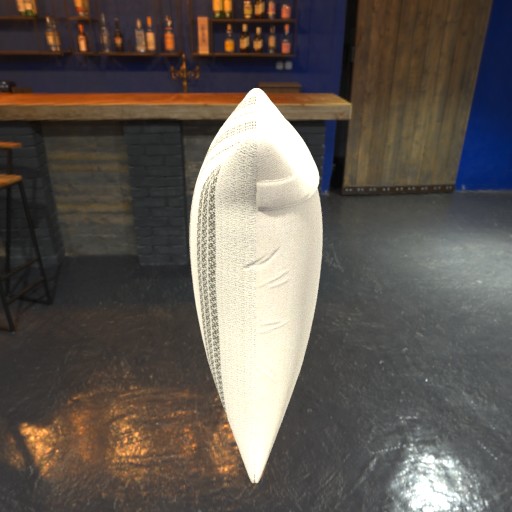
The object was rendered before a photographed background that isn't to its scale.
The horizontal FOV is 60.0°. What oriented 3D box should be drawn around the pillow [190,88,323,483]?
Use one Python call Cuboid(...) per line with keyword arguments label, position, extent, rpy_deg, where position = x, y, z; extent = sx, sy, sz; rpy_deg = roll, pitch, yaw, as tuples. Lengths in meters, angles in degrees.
Cuboid(label="pillow", position=(0.000, 0.000, 0.618), extent=(0.173, 0.406, 0.405), rpy_deg=(0, 26, 0))
